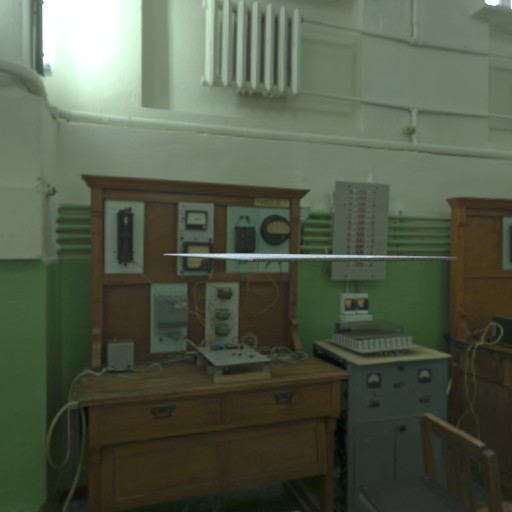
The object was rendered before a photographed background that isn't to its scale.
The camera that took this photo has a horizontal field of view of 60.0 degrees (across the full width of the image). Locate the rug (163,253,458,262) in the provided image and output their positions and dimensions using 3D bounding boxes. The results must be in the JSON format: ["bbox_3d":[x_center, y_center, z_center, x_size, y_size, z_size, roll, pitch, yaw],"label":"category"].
[{"bbox_3d":[0.000,0.000,2.754,0.855,0.017,2.452,0,1,-19],"label":"rug"}]
